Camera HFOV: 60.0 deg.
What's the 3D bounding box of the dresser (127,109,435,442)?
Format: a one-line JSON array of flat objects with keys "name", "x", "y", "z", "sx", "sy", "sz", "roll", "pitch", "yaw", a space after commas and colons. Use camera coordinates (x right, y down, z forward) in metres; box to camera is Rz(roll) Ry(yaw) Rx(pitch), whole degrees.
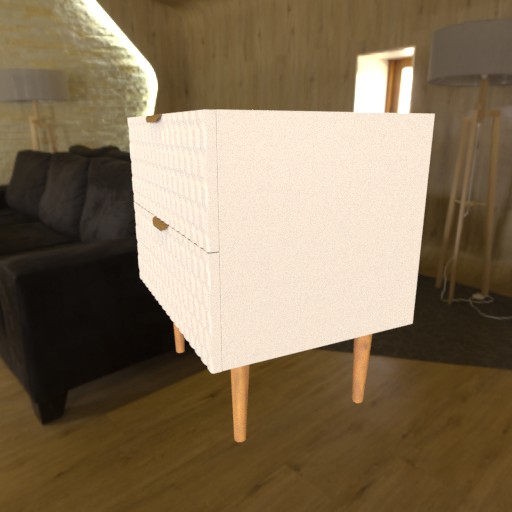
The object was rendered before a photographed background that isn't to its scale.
[{"name": "dresser", "x": 0.000, "y": 0.000, "z": 0.941, "sx": 0.414, "sy": 0.568, "sz": 0.503, "roll": -8, "pitch": 18, "yaw": -25}]
